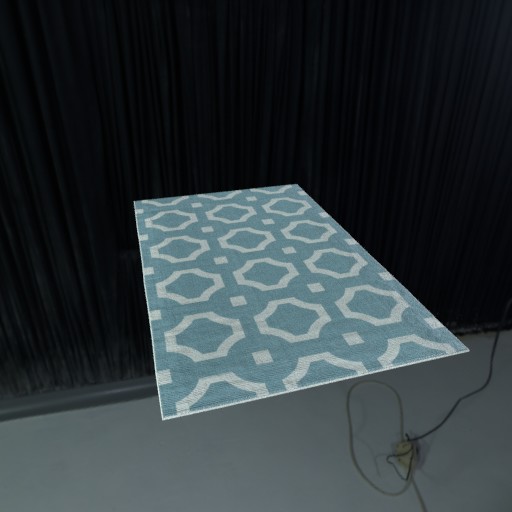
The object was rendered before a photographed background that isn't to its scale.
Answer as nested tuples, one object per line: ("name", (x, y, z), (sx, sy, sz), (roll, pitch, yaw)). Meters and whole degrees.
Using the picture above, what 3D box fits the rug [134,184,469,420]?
("rug", (0.000, 0.000, 3.055), (1.528, 0.015, 2.443), (-8, 31, -14))
